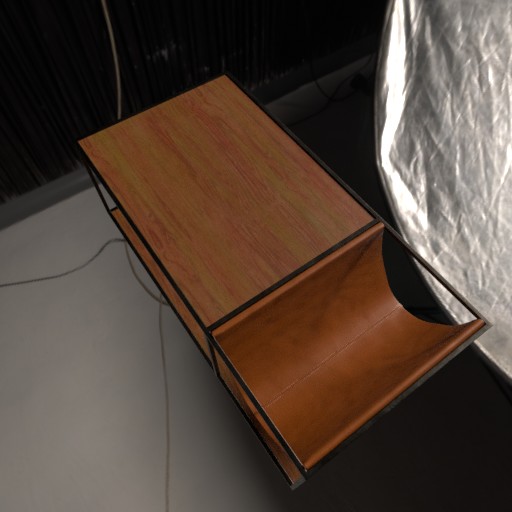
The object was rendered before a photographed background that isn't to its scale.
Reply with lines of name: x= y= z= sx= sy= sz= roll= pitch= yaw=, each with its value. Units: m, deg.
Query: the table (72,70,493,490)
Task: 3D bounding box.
table: x=0.000 y=0.000 z=1.432 sx=0.597 sy=0.403 sz=1.199 roll=-31 pitch=64 yaw=-17
